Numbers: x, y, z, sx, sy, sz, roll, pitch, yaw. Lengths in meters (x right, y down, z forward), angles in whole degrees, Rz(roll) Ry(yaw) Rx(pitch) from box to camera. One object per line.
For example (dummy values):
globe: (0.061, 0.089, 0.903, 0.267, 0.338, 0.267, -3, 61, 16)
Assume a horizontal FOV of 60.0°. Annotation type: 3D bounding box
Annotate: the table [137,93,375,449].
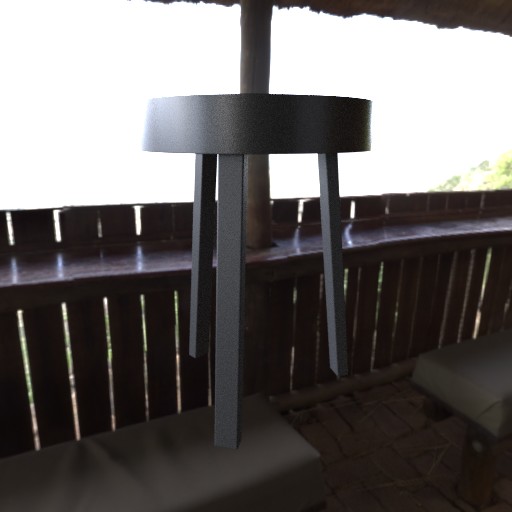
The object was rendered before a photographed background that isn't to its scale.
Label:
table: (0.000, 0.000, 0.858, 0.406, 0.559, 0.406, 0, 15, 0)
